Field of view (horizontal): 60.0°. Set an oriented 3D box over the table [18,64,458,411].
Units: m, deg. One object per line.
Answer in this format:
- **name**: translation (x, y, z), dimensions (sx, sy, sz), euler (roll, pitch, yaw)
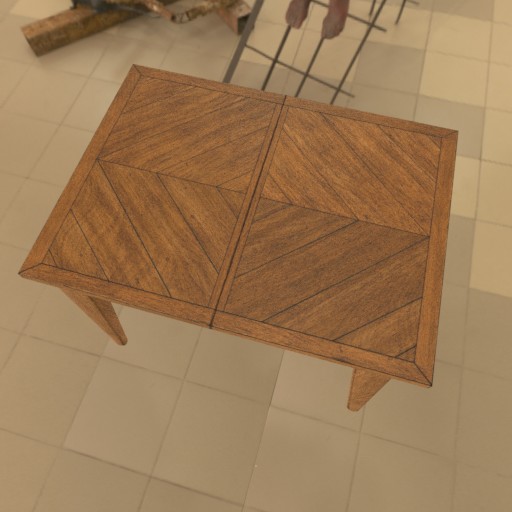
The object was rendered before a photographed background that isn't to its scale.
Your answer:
- **table**: translation (0.000, 0.000, 1.547), dimensions (1.027, 0.760, 0.757), euler (14, 65, 7)
